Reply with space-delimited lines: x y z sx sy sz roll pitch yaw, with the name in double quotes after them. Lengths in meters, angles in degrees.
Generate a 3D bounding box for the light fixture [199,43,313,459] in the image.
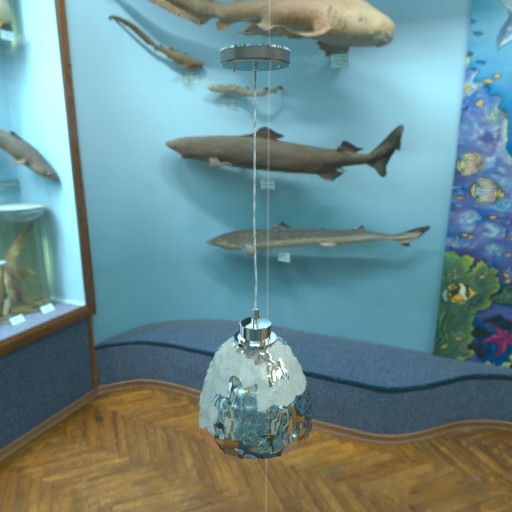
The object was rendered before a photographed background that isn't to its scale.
0.000 0.000 1.772 0.496 1.511 0.500 7 16 26 "light fixture"
